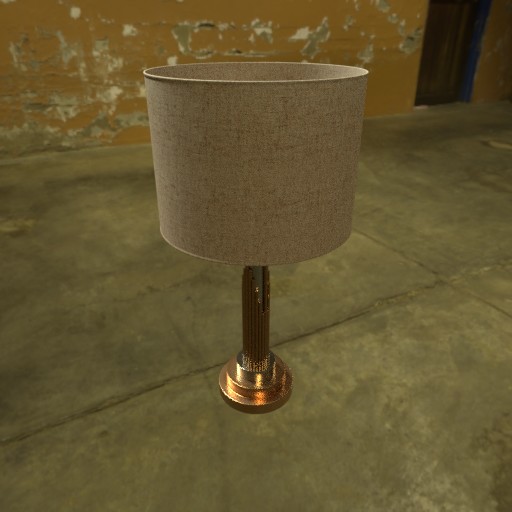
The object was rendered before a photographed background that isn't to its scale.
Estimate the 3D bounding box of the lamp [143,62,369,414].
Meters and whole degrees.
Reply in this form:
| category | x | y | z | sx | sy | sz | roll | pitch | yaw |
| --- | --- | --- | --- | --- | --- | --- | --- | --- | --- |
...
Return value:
| category | x | y | z | sx | sy | sz | roll | pitch | yaw |
| --- | --- | --- | --- | --- | --- | --- | --- | --- | --- |
| lamp | 0.000 | 0.000 | 0.785 | 0.321 | 0.610 | 0.321 | 8 | 28 | 15 |
